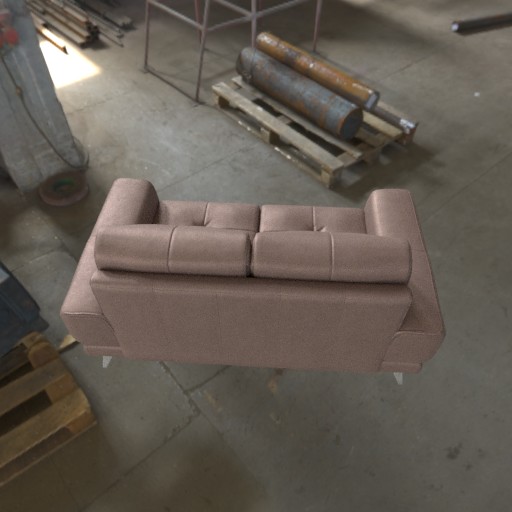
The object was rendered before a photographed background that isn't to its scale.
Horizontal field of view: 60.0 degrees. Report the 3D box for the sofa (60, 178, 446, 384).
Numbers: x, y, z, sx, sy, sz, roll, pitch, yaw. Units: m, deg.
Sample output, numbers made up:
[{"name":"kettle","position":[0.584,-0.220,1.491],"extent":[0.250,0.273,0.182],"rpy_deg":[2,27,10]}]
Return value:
[{"name":"sofa","position":[0.000,0.000,2.384],"extent":[1.806,0.907,1.018],"rpy_deg":[3,48,2]}]
